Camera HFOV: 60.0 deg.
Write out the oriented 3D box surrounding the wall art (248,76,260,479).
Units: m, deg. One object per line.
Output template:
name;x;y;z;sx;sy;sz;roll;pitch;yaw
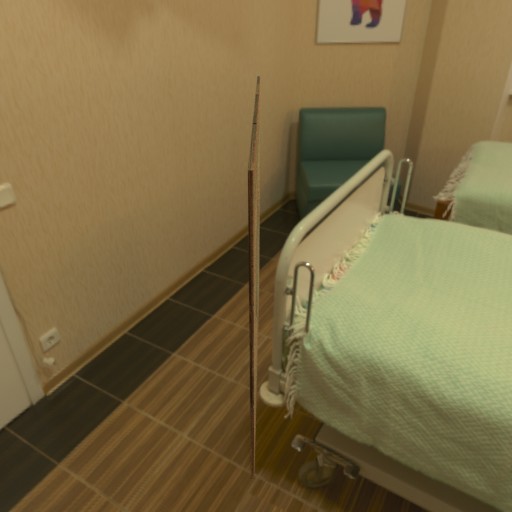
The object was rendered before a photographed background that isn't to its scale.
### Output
wall art;0.000;0.000;1.860;0.013;1.213;1.215;1;32;1
